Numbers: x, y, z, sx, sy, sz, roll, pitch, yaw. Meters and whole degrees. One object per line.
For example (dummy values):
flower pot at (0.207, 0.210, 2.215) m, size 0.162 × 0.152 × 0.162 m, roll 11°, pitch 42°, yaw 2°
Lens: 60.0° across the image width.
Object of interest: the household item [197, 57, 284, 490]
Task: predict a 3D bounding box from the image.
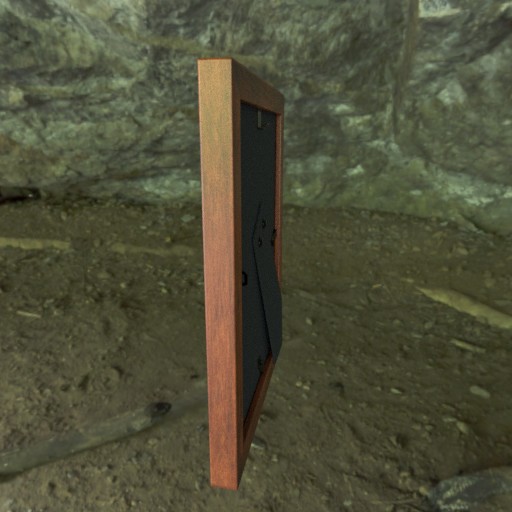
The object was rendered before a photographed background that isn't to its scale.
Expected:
household item at (0.000, 0.000, 0.341) m, size 0.020 × 0.250 × 0.200 m, roll 3°, pitch 15°, yaw 10°
